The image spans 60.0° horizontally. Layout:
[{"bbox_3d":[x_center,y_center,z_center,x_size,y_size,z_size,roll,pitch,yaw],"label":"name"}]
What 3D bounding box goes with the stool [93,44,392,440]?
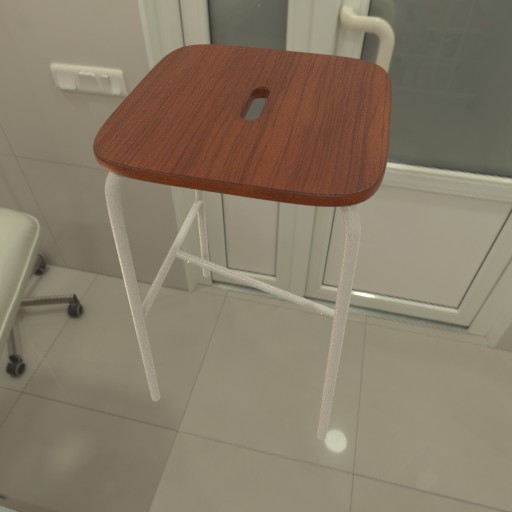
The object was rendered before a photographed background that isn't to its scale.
[{"bbox_3d":[0.000,0.000,0.824,0.376,0.610,0.376,10,48,9],"label":"stool"}]
